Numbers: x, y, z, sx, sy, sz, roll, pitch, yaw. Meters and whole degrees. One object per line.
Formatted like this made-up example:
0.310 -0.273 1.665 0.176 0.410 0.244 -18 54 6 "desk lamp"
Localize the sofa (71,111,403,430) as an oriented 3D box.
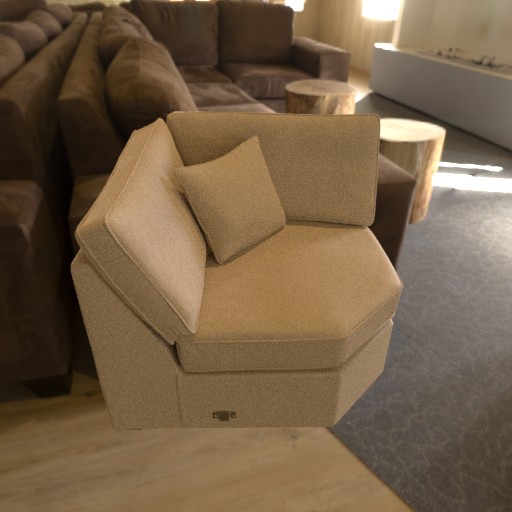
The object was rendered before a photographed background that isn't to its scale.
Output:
0.000 0.000 1.758 1.042 0.937 1.050 0 32 0 "sofa"
